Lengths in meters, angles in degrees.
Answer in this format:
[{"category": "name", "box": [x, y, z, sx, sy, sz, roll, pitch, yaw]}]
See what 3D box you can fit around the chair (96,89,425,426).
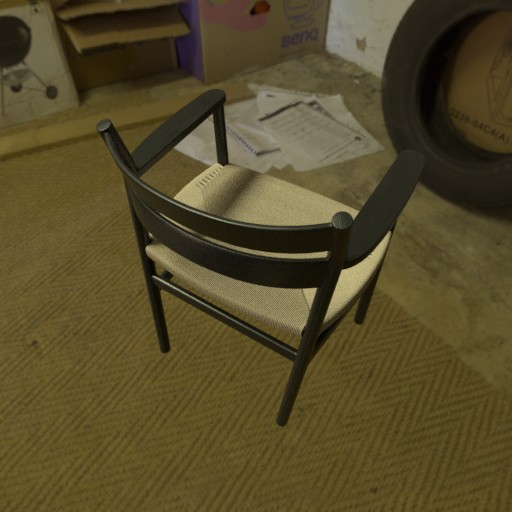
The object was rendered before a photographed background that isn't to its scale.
[{"category": "chair", "box": [0.000, 0.000, 1.179, 0.630, 0.775, 0.508, 25, 52, 22]}]
